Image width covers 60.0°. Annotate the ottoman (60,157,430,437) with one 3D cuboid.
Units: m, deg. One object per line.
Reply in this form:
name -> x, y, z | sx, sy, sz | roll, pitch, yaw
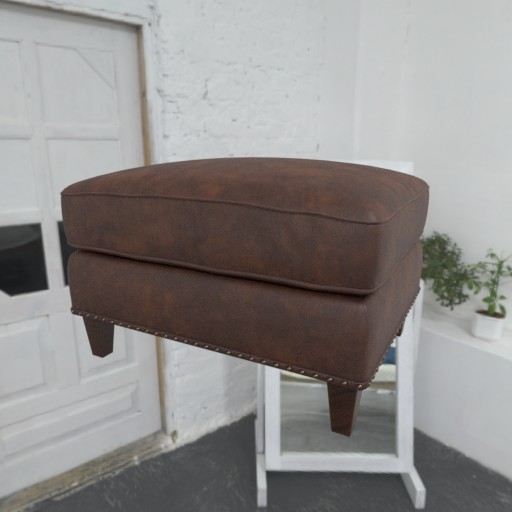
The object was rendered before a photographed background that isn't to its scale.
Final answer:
ottoman -> 0.000, 0.000, 1.128 | 0.742, 0.486, 0.586 | 8, 17, 27
